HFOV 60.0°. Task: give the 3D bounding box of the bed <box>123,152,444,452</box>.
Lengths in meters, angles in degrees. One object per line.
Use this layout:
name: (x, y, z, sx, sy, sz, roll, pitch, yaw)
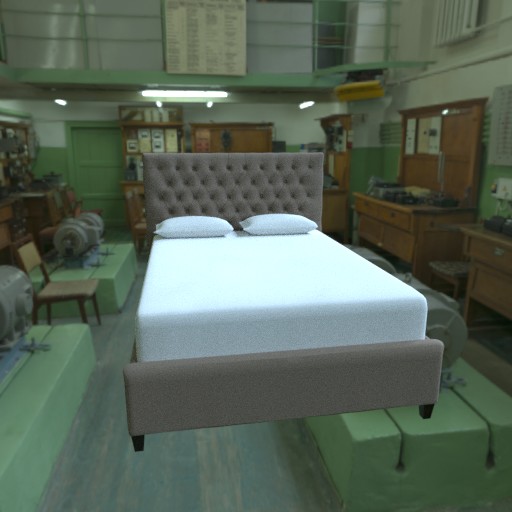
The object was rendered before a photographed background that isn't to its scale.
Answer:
bed: (0.000, 0.000, 3.230, 1.696, 1.426, 2.233, -2, 14, -10)
